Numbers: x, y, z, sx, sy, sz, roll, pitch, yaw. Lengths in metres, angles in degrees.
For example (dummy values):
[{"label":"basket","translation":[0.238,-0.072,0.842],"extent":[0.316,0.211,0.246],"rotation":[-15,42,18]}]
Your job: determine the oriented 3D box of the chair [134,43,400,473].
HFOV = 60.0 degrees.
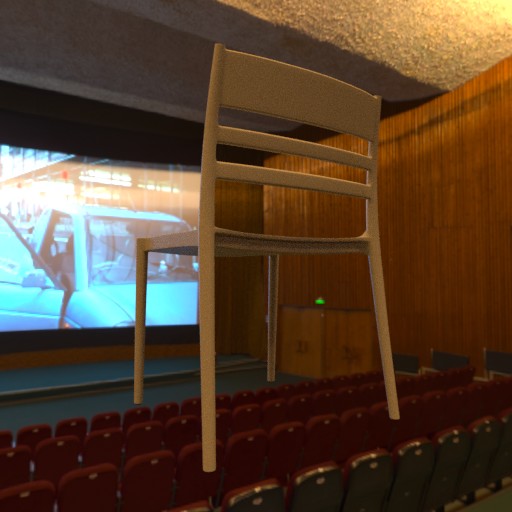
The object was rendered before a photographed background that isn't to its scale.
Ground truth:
[{"label":"chair","translation":[0.000,0.000,1.145],"extent":[0.531,0.800,0.511],"rotation":[1,-3,-34]}]
